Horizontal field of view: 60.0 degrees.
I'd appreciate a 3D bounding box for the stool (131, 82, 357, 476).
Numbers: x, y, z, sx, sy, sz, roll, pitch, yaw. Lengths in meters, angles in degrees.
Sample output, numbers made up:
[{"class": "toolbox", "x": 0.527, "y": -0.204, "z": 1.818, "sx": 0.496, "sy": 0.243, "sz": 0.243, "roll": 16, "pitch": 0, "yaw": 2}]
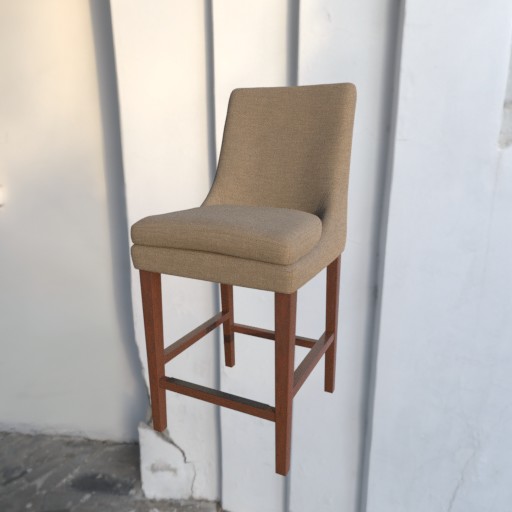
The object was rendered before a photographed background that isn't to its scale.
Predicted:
[{"class": "stool", "x": 0.000, "y": 0.000, "z": 1.300, "sx": 0.470, "sy": 0.981, "sz": 0.577, "roll": 7, "pitch": 17, "yaw": 25}]
